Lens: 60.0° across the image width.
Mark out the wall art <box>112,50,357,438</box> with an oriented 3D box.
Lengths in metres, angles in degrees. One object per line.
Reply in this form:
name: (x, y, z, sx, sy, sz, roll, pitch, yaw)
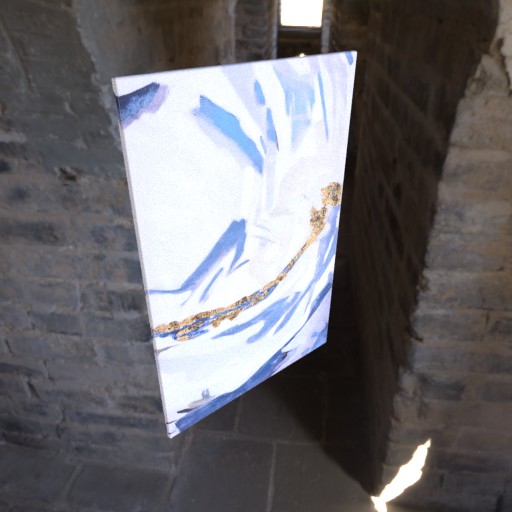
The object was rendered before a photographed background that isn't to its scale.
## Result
wall art: (0.000, 0.000, 1.129, 0.610, 0.914, 0.016, -23, 38, -33)
